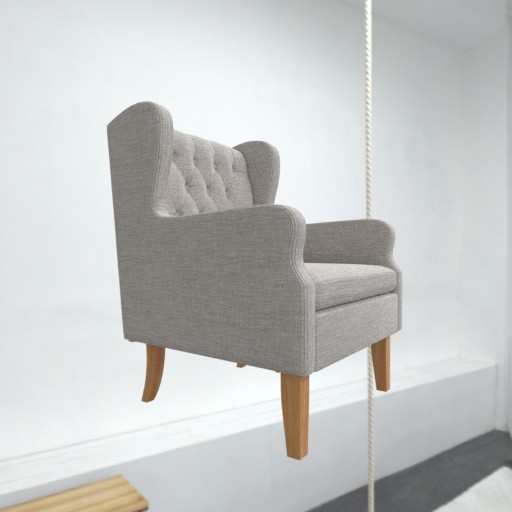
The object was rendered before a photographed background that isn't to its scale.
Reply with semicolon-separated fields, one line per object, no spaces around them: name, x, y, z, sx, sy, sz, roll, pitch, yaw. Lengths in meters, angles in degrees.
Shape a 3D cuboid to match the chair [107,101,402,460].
chair;0.000;0.000;1.474;0.760;0.930;0.710;1;1;35
